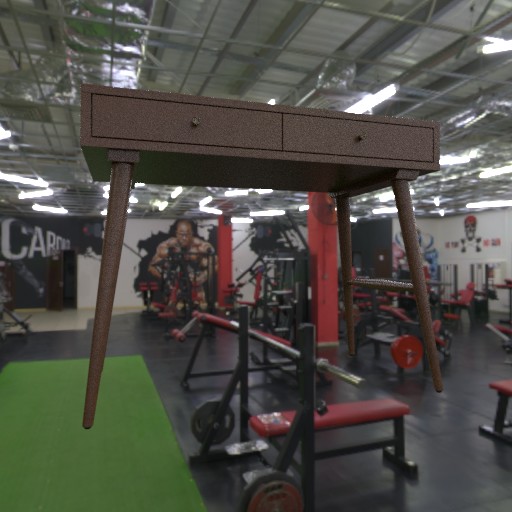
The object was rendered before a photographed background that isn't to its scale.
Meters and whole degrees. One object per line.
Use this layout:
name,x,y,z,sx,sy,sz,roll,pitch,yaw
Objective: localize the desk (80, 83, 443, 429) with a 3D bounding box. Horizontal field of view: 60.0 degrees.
desk,0.000,0.000,1.333,0.949,0.758,0.510,0,-1,-17
